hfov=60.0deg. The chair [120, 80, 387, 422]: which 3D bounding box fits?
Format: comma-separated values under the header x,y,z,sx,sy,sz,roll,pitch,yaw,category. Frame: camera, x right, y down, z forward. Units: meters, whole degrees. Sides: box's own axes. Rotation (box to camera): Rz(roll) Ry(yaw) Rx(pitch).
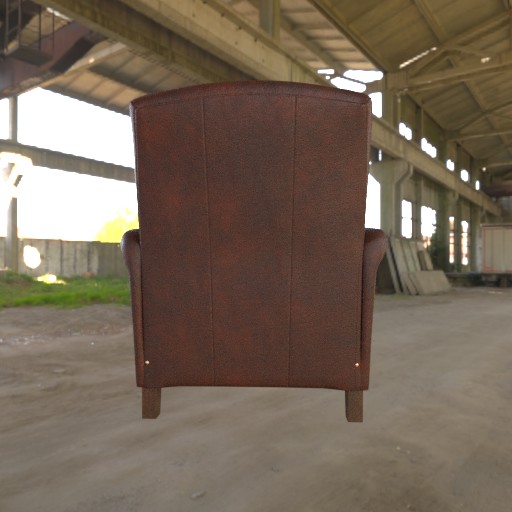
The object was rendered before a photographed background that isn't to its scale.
x,y,z,sx,sy,sz,roll,pitch,yaw,category
0.000,0.000,1.756,0.978,1.061,0.902,0,0,3,chair
